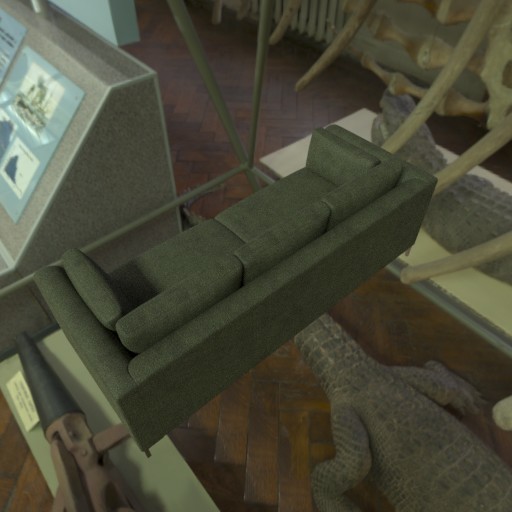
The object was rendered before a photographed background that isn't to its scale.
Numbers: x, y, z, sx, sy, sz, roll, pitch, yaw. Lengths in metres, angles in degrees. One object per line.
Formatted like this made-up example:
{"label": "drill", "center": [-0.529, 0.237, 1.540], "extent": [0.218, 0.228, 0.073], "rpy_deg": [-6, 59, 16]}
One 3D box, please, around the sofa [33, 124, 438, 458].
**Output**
{"label": "sofa", "center": [0.000, 0.000, 2.920], "extent": [2.415, 0.867, 0.969], "rpy_deg": [-32, 54, -27]}
